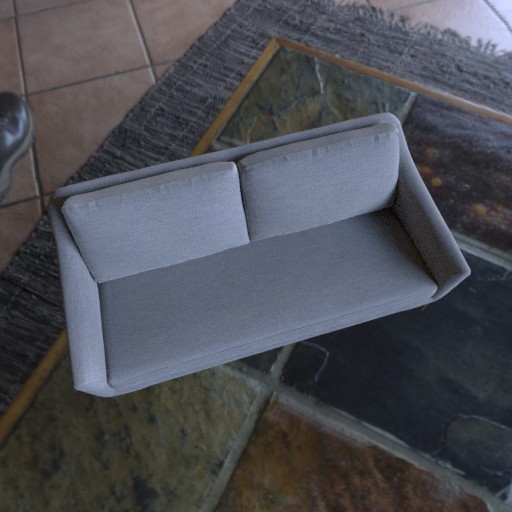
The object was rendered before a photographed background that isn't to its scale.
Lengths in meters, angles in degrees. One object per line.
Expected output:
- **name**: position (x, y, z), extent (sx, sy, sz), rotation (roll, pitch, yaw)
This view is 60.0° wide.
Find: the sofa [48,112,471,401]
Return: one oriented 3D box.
- **sofa**: position (0.000, 0.000, 2.477), extent (2.036, 0.913, 0.980), rotation (-15, 64, -7)
